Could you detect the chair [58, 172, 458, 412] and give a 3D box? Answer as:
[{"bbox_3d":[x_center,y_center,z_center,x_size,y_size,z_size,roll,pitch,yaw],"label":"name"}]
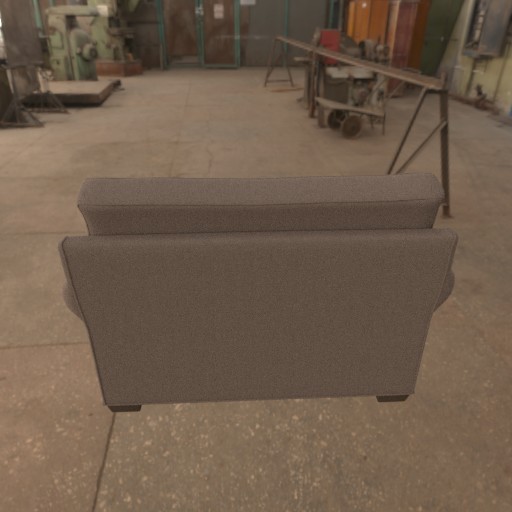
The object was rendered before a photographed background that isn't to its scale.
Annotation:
[{"bbox_3d":[0.000,0.000,1.957,1.390,0.930,0.930,-1,29,-2],"label":"chair"}]
